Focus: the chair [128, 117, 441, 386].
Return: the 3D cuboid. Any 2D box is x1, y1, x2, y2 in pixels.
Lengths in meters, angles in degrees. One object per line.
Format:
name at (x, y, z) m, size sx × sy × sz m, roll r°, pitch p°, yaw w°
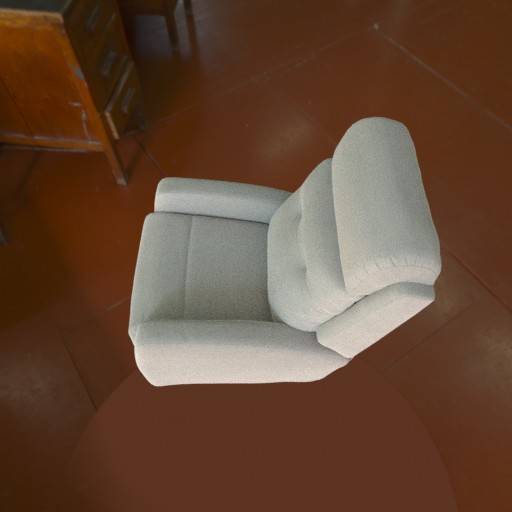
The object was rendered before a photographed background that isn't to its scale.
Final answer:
chair at (0.000, 0.000, 1.731) m, size 1.043 × 1.013 × 0.798 m, roll 0°, pitch 60°, yaw 0°
